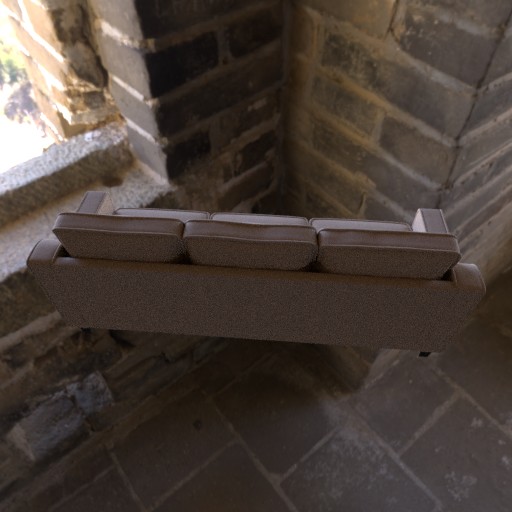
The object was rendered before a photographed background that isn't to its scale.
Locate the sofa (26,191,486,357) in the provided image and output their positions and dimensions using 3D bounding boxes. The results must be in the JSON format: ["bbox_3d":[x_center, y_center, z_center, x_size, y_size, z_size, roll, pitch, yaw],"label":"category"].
[{"bbox_3d":[0.000,0.000,2.505,2.131,0.902,0.791,3,47,3],"label":"sofa"}]
